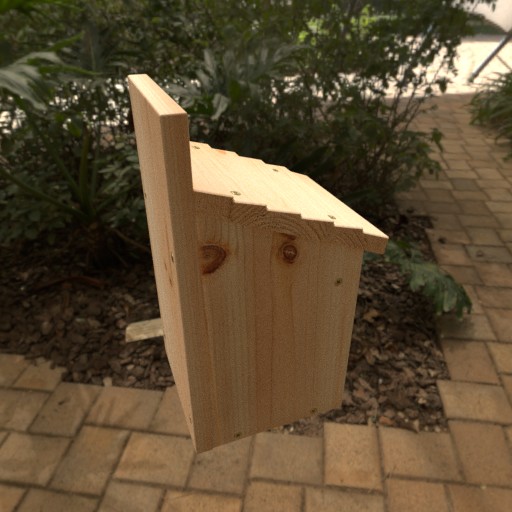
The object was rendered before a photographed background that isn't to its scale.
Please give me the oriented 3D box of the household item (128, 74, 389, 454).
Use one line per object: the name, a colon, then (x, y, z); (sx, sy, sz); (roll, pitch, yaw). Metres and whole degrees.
household item: (0.000, 0.000, 0.407); (0.171, 0.300, 0.149); (-11, 33, -18)
